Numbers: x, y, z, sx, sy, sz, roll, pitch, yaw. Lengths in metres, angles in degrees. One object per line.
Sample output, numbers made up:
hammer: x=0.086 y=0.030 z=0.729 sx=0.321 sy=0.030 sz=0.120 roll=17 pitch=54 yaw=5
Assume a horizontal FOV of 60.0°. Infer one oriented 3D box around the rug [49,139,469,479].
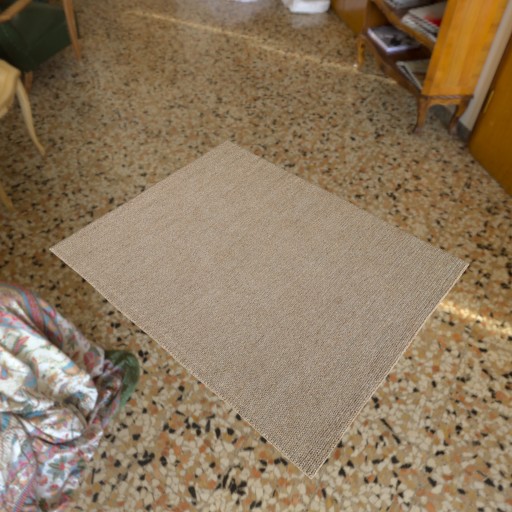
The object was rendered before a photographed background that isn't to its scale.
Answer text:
rug: x=0.000 y=0.000 z=4.076 sx=3.034 sy=0.012 sz=2.406 roll=33 pitch=56 yaw=26
